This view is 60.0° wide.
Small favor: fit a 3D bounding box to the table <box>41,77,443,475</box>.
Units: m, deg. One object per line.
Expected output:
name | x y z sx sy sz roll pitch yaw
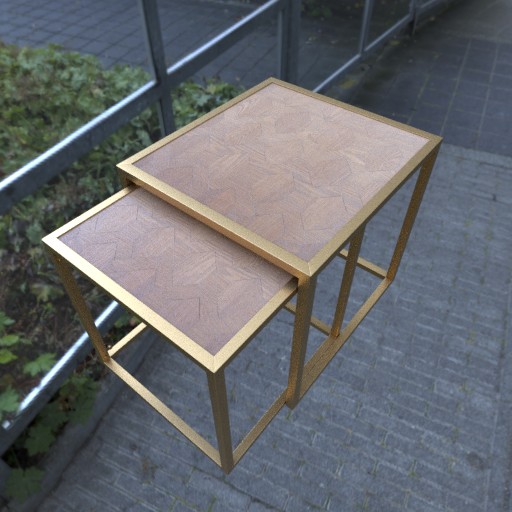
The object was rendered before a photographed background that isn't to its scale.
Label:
table | 0.000 0.000 1.111 0.505 0.505 0.762 30 53 26
